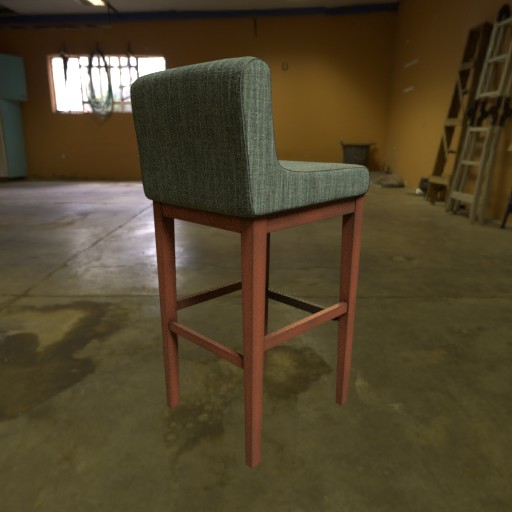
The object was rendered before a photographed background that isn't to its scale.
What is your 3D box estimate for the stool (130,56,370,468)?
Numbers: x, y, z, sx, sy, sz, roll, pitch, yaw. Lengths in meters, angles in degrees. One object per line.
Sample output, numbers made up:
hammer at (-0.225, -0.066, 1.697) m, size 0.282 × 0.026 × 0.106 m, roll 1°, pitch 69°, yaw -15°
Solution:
stool at (0.000, 0.000, 1.258) m, size 0.499 × 0.965 × 0.426 m, roll -14°, pitch 21°, yaw -43°
